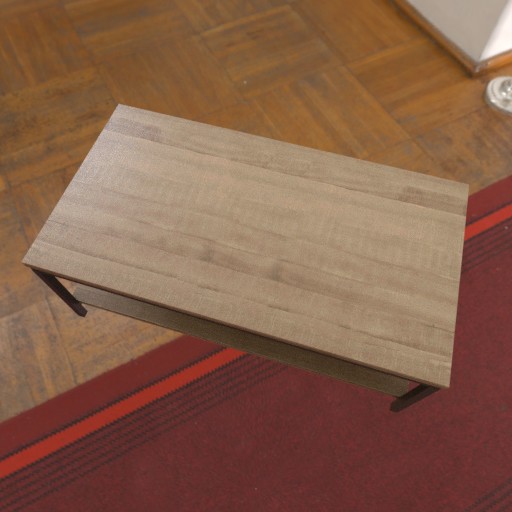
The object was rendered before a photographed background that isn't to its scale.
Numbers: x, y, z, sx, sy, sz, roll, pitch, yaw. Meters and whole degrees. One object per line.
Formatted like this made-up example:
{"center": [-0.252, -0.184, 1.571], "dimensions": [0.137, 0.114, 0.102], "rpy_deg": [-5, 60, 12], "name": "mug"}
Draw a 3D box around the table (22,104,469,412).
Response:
{"center": [0.000, 0.000, 1.346], "dimensions": [1.062, 0.393, 0.574], "rpy_deg": [15, 63, 8], "name": "table"}
